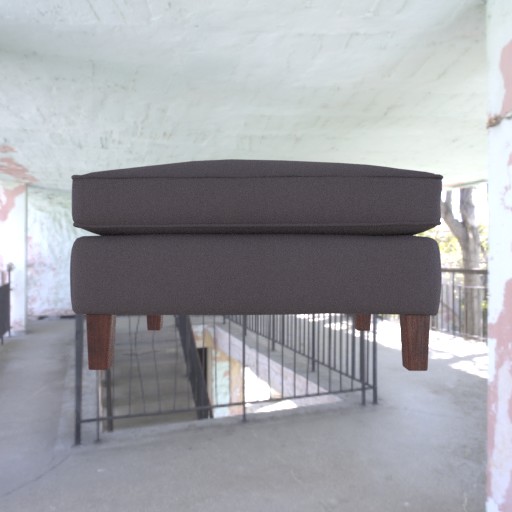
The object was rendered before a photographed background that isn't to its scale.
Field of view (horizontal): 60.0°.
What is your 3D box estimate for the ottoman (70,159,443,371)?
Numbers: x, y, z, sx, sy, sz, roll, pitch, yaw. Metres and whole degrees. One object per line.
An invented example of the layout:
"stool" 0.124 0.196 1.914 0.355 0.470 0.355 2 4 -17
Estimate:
"ottoman" 0.000 0.000 1.011 0.686 0.406 0.508 0 0 1
